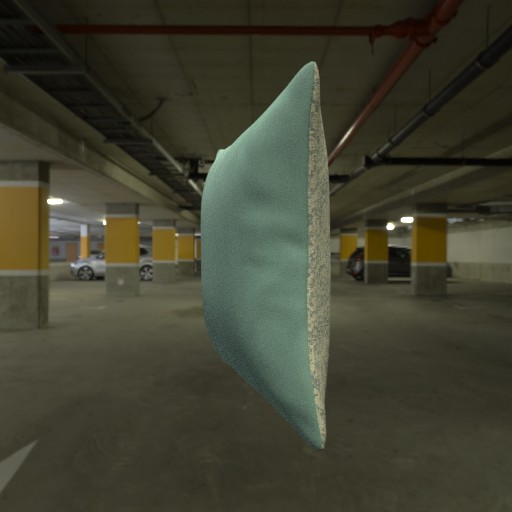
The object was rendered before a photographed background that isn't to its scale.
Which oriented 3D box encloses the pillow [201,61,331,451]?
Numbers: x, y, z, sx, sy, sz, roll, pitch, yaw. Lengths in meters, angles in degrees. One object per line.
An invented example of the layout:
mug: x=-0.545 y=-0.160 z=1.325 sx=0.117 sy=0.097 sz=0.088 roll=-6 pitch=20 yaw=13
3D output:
pillow: x=0.000 y=0.000 z=0.819 sx=0.166 sy=0.507 sz=0.526 roll=0 pitch=0 yaw=-18
